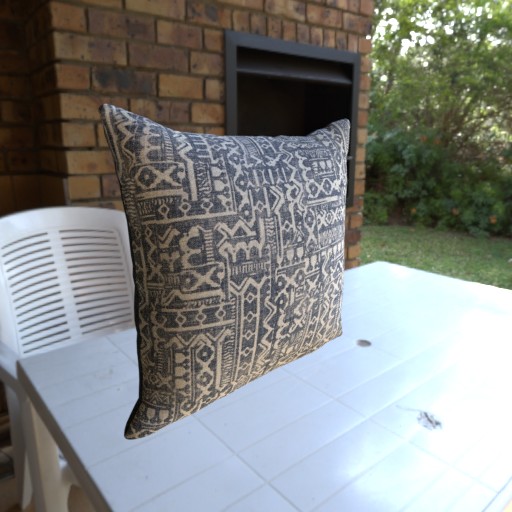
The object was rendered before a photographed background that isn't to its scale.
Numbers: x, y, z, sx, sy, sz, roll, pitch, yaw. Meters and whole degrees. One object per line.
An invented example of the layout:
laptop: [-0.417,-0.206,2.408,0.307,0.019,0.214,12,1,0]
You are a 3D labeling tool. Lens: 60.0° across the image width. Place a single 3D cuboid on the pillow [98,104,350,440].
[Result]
pillow: [0.000,0.000,0.789,0.546,0.487,0.180,-13,19,-43]
